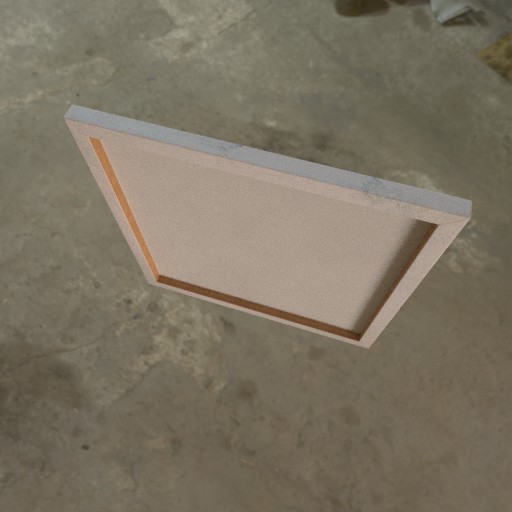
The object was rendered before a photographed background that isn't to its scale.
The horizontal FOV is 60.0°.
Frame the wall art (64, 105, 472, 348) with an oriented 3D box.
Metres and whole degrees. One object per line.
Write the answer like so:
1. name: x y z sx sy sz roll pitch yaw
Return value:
1. wall art: 0.000 0.000 1.137 0.762 0.762 0.038 15 63 8
